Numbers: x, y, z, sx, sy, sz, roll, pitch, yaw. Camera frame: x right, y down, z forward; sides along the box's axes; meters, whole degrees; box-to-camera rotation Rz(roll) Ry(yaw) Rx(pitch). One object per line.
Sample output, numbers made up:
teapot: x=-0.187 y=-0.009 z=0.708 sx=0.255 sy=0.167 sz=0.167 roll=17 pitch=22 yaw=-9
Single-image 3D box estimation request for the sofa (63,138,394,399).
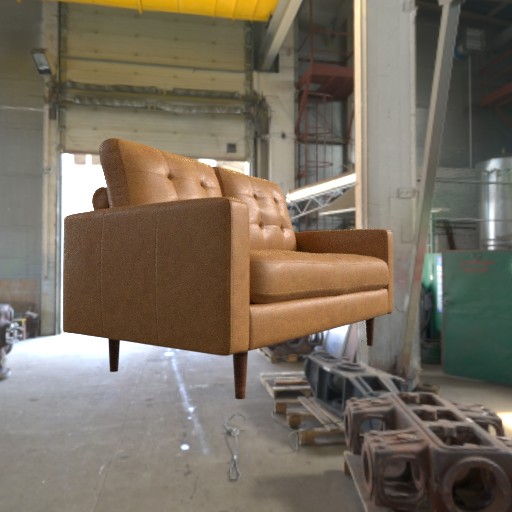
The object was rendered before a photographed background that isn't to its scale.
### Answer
sofa: x=0.000 y=0.000 z=2.000 sx=0.868 sy=0.898 sz=1.430 roll=-1 pitch=-2 yaw=35
